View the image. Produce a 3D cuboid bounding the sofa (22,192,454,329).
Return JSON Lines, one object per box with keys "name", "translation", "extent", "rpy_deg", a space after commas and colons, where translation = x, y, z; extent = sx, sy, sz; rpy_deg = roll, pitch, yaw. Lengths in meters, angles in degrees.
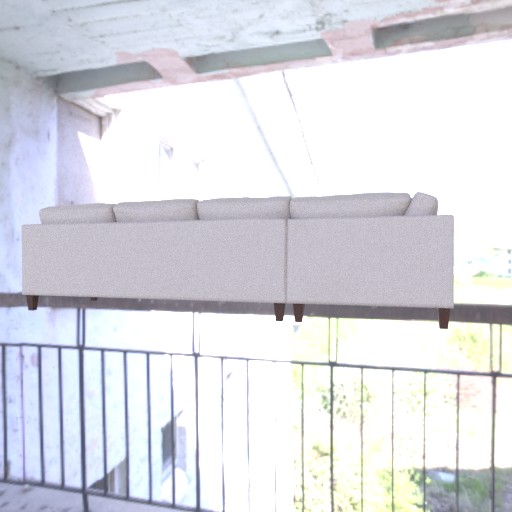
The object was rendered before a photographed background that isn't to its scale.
{"name": "sofa", "translation": [0.000, 0.000, 4.214], "extent": [3.182, 0.863, 2.432], "rpy_deg": [0, 0, 17]}
